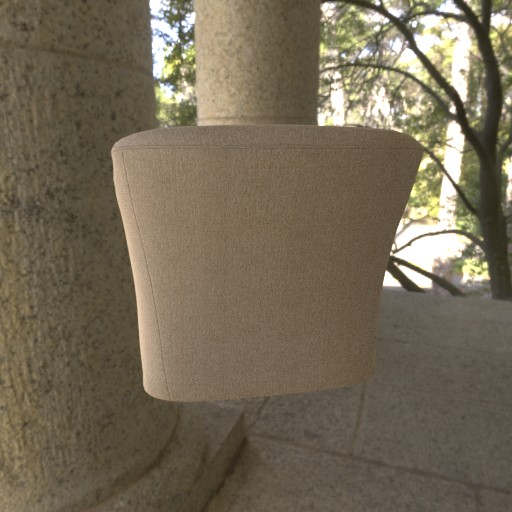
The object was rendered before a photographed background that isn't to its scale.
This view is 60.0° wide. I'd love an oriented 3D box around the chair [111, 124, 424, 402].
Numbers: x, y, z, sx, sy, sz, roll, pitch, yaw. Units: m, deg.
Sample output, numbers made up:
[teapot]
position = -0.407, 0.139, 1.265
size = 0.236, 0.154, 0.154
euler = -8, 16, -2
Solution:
[chair]
position = 0.000, 0.000, 1.577
size = 0.864, 0.856, 0.923
euler = -2, 14, -10
